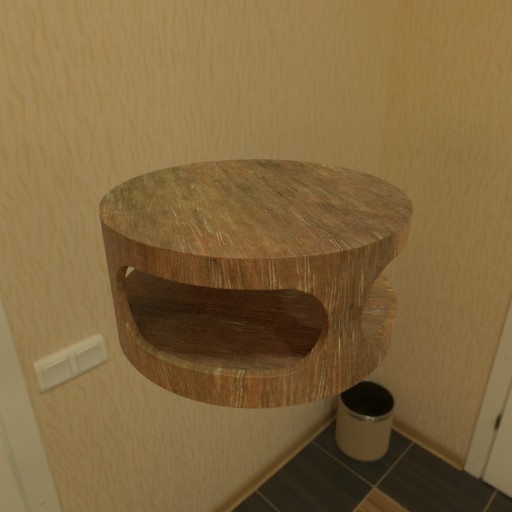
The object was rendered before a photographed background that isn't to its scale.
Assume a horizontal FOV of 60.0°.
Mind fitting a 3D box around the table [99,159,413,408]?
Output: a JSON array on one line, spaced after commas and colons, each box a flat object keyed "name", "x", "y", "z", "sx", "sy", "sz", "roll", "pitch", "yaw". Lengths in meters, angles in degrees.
[{"name": "table", "x": 0.000, "y": 0.000, "z": 1.537, "sx": 0.974, "sy": 0.450, "sz": 0.974, "roll": 0, "pitch": 25, "yaw": 0}]
